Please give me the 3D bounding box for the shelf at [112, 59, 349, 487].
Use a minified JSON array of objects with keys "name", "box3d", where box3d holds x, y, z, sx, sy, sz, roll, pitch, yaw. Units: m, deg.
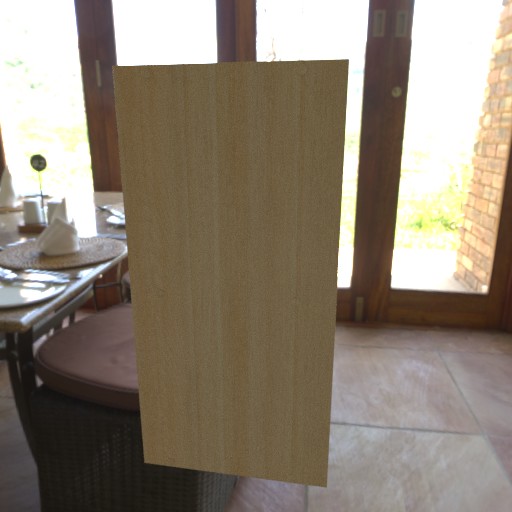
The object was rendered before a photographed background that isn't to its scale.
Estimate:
[{"name":"shelf","box3d":[0.000,0.000,0.802,0.290,0.592,0.414,3,16,10]}]
